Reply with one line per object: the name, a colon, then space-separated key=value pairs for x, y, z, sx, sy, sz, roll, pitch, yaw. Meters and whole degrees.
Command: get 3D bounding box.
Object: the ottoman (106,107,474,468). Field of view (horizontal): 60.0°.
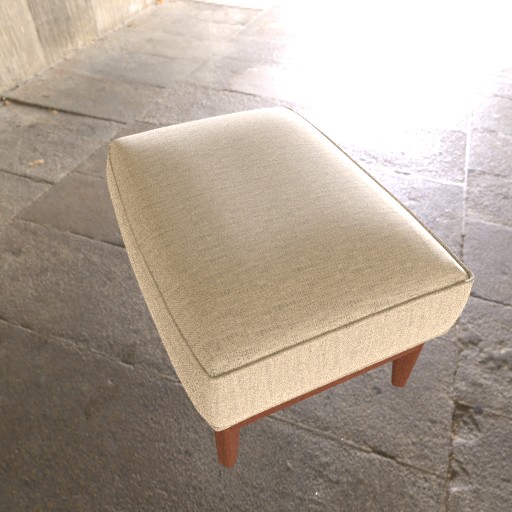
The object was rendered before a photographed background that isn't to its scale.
ottoman: x=0.000 y=0.000 z=1.116 sx=0.594 sy=0.465 sz=0.794 roll=-18 pitch=47 yaw=-17
